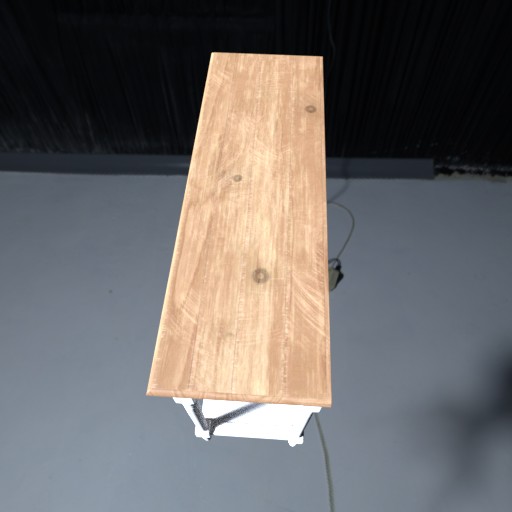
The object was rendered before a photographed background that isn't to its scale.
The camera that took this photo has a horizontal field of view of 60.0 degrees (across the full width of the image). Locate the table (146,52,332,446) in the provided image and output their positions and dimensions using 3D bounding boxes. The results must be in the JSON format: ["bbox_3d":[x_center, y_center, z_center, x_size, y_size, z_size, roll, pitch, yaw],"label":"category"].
[{"bbox_3d":[0.000,0.000,1.602,0.399,0.800,1.219,3,58,2],"label":"table"}]
